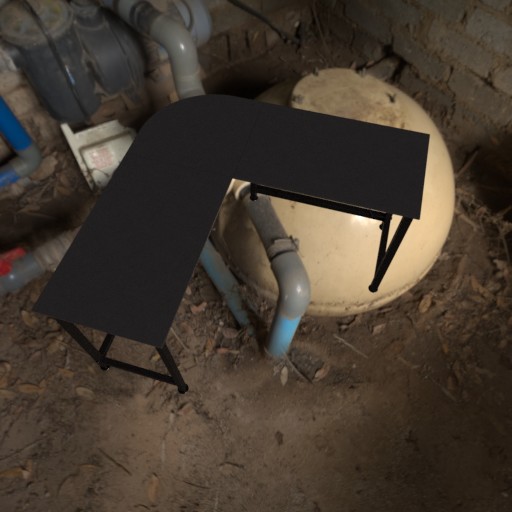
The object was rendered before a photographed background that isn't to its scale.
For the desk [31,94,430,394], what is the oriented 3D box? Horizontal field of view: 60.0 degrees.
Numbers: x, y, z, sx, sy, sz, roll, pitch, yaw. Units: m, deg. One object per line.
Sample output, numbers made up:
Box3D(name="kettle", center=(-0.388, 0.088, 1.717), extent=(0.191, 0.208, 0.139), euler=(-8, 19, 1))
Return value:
Box3D(name="desk", center=(0.000, 0.000, 2.282), extent=(1.400, 0.762, 1.400), euler=(14, 60, 8))
